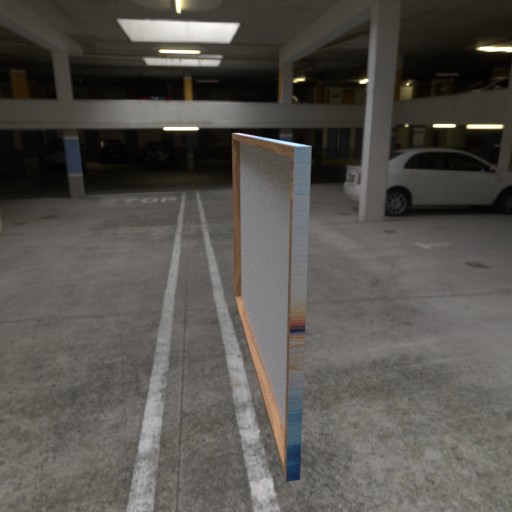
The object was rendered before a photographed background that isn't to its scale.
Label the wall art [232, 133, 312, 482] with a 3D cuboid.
[{"bbox_3d":[0.000,0.000,0.775,0.018,0.402,0.604,-3,17,-8],"label":"wall art"}]
